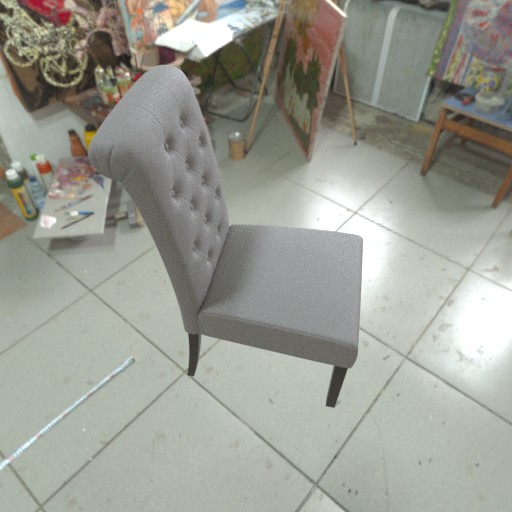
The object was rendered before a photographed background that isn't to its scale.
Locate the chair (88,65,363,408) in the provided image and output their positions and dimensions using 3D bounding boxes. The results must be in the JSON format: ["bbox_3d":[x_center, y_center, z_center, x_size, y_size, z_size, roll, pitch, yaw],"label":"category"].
[{"bbox_3d":[0.000,0.000,1.366,0.671,1.006,0.456,8,47,8],"label":"chair"}]
